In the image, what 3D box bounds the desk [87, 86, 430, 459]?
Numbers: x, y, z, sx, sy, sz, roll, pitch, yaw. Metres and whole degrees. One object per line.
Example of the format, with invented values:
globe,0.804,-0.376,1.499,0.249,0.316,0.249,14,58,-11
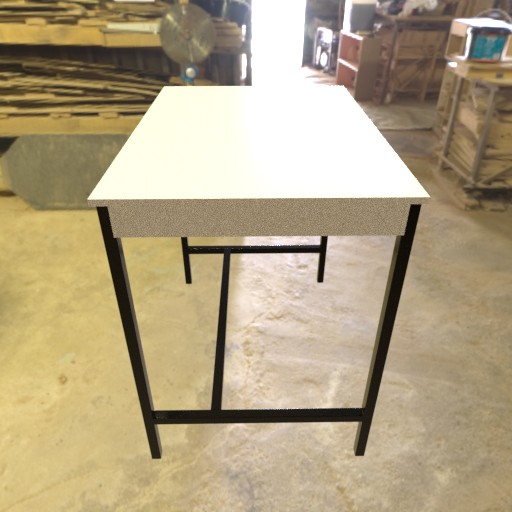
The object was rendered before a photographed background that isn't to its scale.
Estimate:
desk,0.000,0.000,1.289,0.573,0.766,0.811,0,33,-1
